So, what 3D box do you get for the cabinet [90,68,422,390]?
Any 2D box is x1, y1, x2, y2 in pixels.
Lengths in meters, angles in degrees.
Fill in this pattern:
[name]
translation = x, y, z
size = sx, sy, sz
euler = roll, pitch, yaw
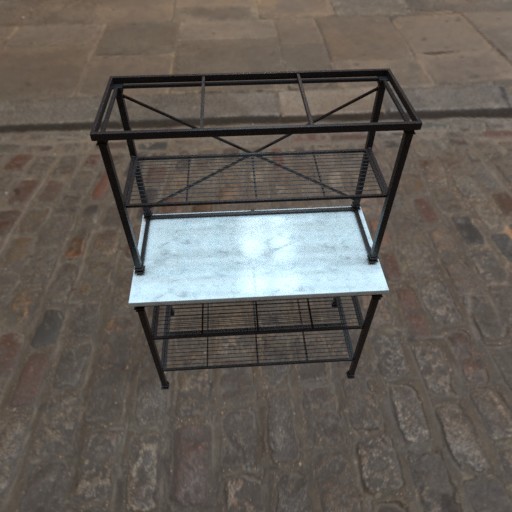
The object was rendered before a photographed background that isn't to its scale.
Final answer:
[cabinet]
translation = 0.000, 0.000, 2.289
size = 1.210, 1.659, 0.610
euler = -3, 47, -2
